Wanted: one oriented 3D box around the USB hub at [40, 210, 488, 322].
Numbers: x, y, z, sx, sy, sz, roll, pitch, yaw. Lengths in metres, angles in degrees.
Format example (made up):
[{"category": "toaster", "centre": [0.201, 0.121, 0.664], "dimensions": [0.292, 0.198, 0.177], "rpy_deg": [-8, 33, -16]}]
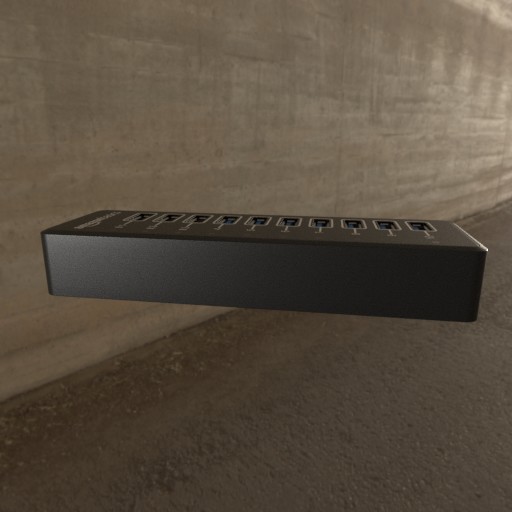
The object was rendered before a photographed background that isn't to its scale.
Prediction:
[{"category": "USB hub", "centre": [0.000, 0.000, 0.162], "dimensions": [0.145, 0.023, 0.044], "rpy_deg": [3, 16, 9]}]
